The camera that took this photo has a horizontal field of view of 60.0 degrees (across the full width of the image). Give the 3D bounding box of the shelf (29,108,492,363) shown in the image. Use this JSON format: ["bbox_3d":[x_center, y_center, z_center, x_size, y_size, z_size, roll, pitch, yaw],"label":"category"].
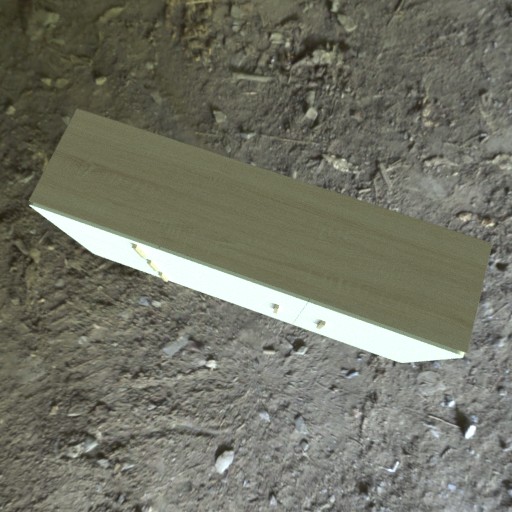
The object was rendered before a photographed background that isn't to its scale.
[{"bbox_3d":[0.000,0.000,1.833,1.490,0.780,0.400,19,76,5],"label":"shelf"}]
